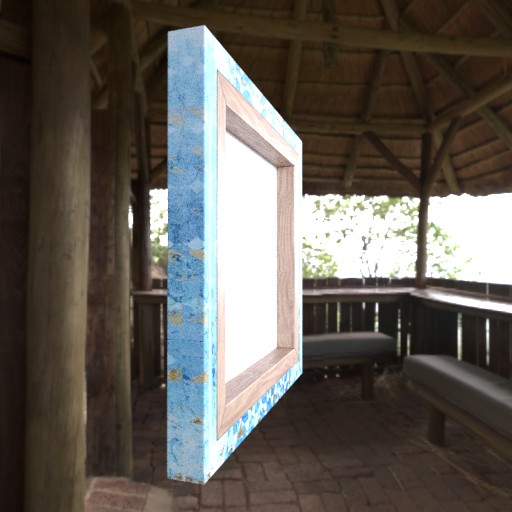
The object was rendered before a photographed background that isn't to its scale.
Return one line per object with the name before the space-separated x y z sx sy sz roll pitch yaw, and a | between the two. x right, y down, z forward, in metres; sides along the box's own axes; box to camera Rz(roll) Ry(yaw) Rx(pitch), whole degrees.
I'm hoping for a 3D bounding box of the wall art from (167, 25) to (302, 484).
wall art | 0.000 0.000 0.588 0.037 0.405 0.405 0 -1 18
